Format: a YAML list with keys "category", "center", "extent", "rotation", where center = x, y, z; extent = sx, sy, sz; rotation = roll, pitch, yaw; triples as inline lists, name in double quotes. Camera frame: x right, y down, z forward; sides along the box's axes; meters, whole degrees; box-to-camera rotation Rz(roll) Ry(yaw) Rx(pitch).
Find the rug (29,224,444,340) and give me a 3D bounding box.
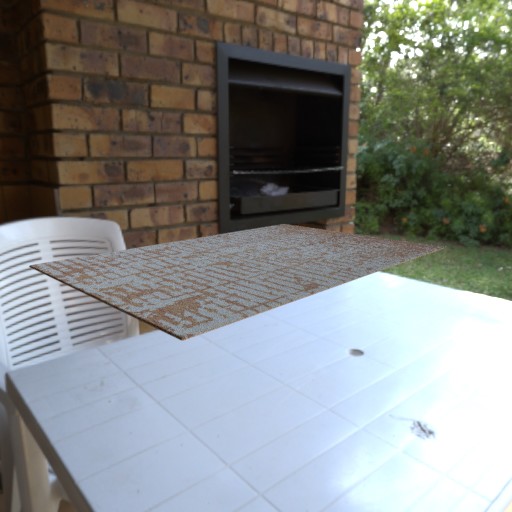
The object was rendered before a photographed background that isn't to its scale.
- category: "rug"
  center: [0.000, 0.000, 2.314]
  extent: [1.219, 0.011, 1.829]
  rotation: [12, 18, 43]
